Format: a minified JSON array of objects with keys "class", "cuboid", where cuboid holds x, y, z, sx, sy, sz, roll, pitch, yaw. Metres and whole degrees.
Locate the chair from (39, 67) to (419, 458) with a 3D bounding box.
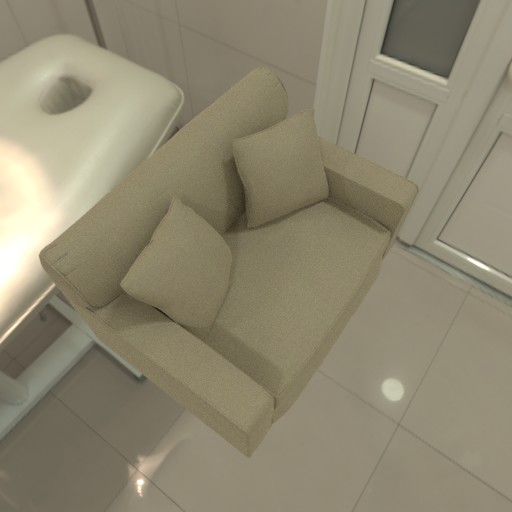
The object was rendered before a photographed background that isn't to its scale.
[{"class":"chair","cuboid":[0.000,0.000,2.076,1.000,0.948,1.383,31,63,18]}]
